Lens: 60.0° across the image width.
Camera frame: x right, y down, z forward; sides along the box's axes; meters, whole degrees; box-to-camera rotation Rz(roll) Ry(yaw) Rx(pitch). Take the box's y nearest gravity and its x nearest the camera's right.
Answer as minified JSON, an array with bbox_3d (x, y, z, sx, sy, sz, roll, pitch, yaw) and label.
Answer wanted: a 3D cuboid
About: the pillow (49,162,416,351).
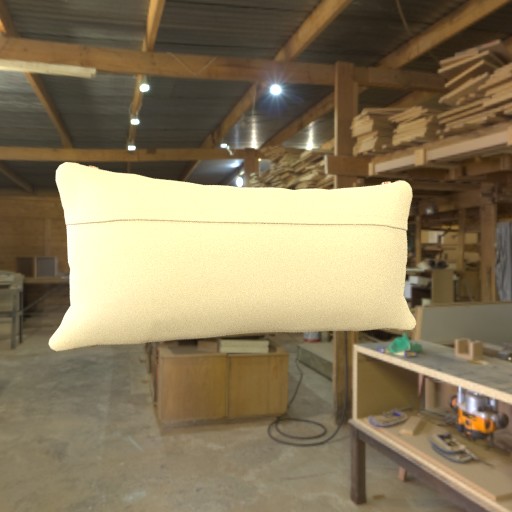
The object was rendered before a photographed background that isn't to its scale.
[{"bbox_3d":[0.000,0.000,0.740,0.635,0.282,0.139,0,0,-17],"label":"pillow"}]
